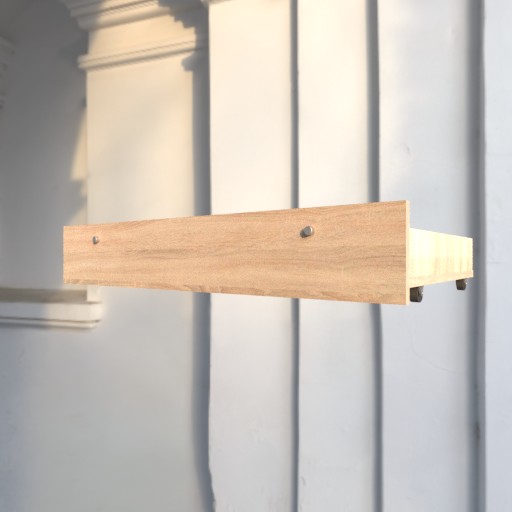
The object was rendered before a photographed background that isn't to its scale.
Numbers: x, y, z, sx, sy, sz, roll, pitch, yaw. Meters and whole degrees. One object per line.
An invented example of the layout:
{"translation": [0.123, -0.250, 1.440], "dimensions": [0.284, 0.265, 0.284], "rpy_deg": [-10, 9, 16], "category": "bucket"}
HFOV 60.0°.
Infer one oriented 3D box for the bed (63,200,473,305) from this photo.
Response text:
{"translation": [0.000, 0.000, 1.465], "dimensions": [1.200, 0.209, 0.685], "rpy_deg": [0, 0, 37], "category": "bed"}
